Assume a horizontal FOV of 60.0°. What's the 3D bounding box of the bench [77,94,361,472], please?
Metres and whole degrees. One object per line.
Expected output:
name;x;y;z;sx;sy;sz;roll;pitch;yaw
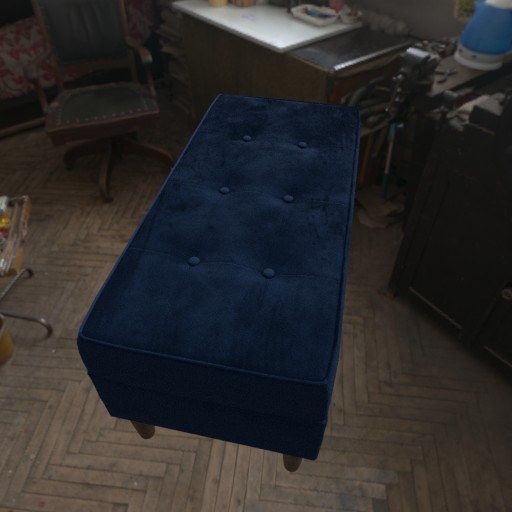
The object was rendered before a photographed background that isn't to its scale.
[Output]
bench;0.000;0.000;1.263;0.489;0.467;1.010;9;46;8
